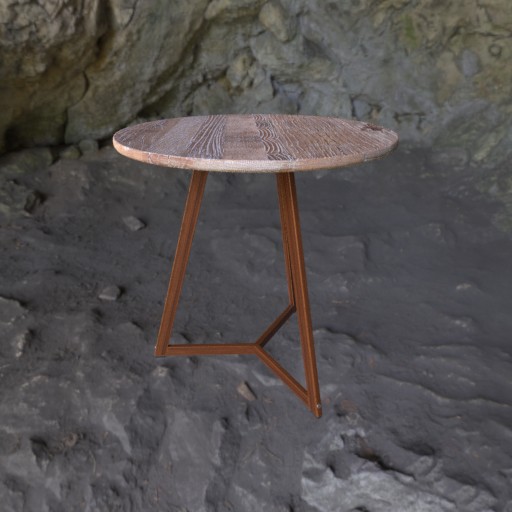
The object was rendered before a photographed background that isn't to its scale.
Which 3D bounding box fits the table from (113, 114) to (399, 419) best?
[{"bbox_3d":[0.000,0.000,0.909,0.500,0.500,0.500,0,24,0],"label":"table"}]
